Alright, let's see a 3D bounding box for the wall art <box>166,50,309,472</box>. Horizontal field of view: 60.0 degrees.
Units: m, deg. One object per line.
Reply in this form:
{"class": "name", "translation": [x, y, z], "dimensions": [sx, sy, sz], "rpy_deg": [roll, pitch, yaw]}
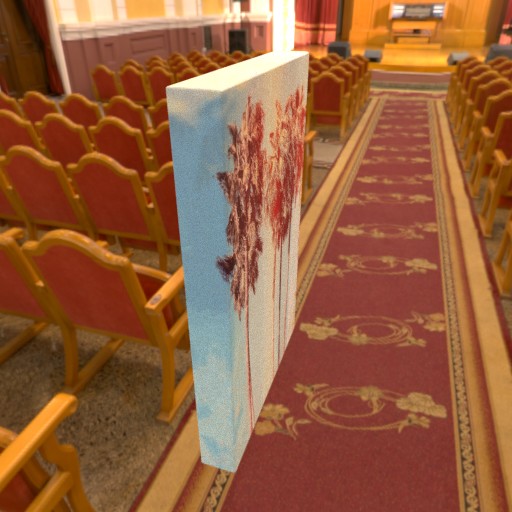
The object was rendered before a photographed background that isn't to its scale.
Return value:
{"class": "wall art", "translation": [0.000, 0.000, 0.475], "dimensions": [0.039, 0.380, 0.251], "rpy_deg": [9, 31, 16]}
